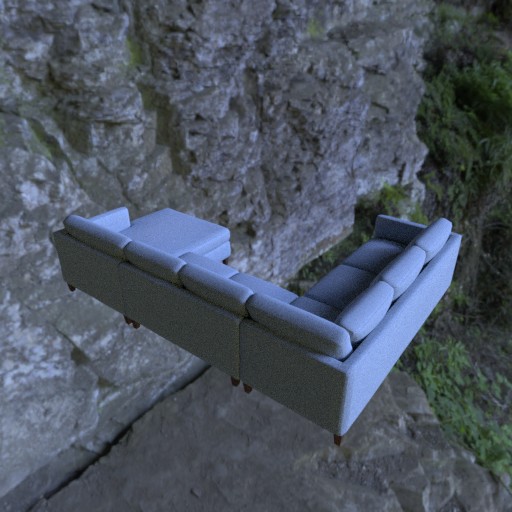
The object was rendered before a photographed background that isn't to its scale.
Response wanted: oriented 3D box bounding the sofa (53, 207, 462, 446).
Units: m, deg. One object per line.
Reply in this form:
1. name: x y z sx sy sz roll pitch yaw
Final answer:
1. sofa: 0.000 0.000 4.638 3.403 0.889 2.551 20 35 32
